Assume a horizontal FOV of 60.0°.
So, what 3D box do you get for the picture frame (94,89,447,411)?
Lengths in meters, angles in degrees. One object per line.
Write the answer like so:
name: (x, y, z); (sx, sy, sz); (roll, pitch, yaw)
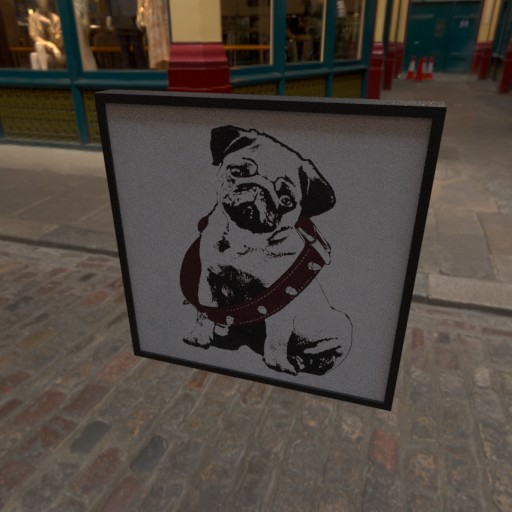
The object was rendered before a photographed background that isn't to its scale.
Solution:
picture frame: (0.000, 0.000, 0.467); (0.317, 0.317, 0.030); (8, 28, 15)
